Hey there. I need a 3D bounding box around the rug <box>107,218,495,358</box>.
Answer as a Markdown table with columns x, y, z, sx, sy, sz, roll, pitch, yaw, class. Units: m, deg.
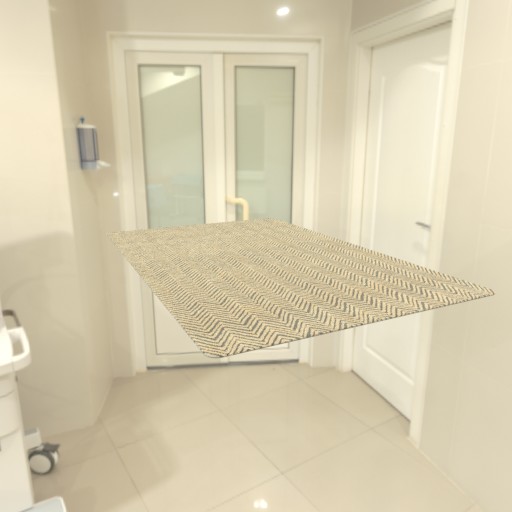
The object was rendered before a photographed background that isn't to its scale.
| x | y | z | sx | sy | sz | roll | pitch | yaw | class |
| --- | --- | --- | --- | --- | --- | --- | --- | --- | --- |
| 0.000 | 0.000 | 2.150 | 1.144 | 0.008 | 1.752 | -7 | 17 | -25 | rug |
